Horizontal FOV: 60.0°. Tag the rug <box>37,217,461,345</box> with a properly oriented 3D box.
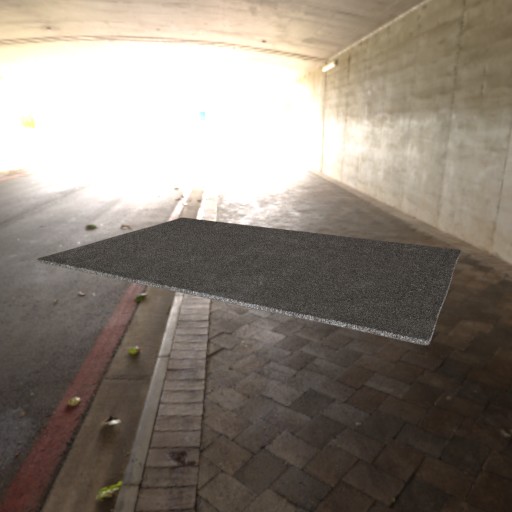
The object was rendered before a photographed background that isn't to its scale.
[{"bbox_3d":[0.000,0.000,2.898,2.350,0.025,1.502,9,18,27],"label":"rug"}]
